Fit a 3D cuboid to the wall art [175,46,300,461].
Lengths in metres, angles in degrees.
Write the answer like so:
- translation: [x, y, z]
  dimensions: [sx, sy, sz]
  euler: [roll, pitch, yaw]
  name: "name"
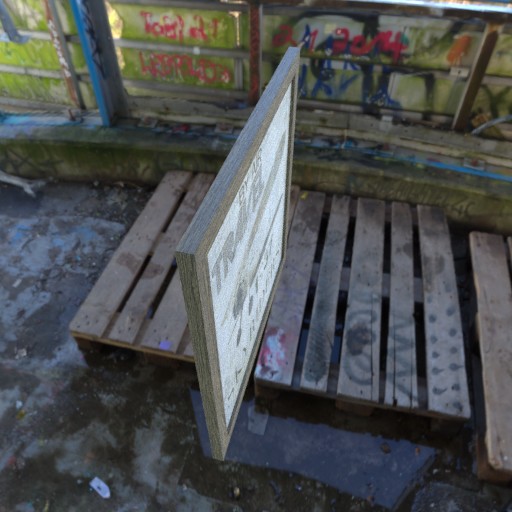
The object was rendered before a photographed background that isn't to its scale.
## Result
- translation: [0.000, 0.000, 0.758]
  dimensions: [0.019, 0.508, 0.508]
  euler: [11, 47, 10]
  name: "wall art"
